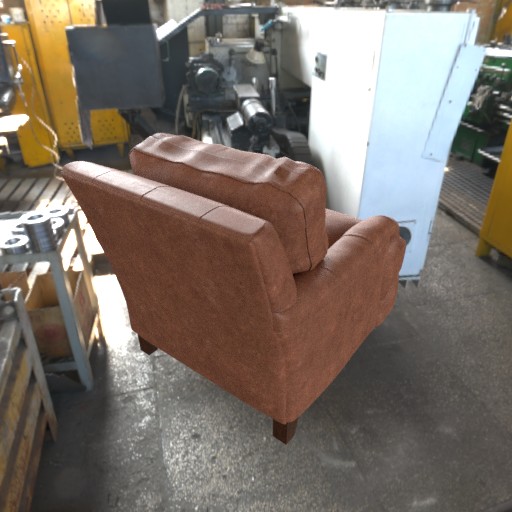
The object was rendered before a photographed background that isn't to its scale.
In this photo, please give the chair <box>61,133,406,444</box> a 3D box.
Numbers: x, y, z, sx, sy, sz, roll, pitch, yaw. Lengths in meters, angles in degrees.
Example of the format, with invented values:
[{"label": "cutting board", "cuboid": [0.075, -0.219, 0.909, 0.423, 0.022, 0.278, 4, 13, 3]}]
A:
[{"label": "chair", "cuboid": [0.000, 0.000, 1.950, 0.986, 1.055, 1.158, 21, 36, 32]}]
